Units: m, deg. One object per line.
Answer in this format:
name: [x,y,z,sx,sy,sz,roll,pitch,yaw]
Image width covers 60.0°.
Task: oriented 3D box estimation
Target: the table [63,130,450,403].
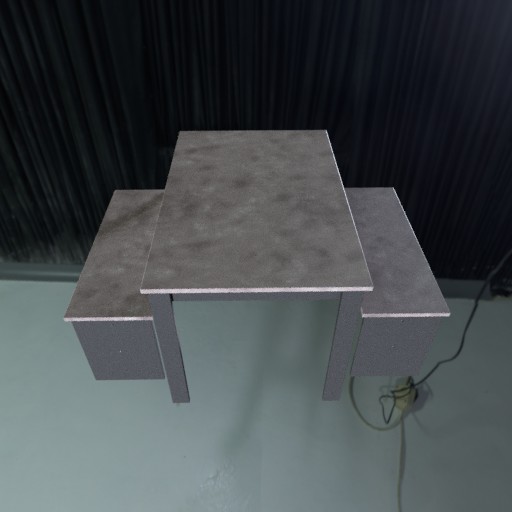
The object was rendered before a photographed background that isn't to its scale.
table: [0.000,0.000,2.030,1.443,0.700,1.100,-1,41,-1]
